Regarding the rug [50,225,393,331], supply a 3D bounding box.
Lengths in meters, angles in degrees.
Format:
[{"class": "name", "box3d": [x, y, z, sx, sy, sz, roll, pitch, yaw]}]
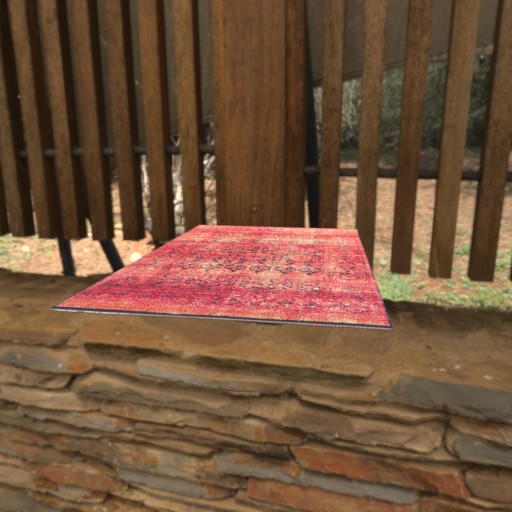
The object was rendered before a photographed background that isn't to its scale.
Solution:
[{"class": "rug", "box3d": [0.000, 0.000, 3.109, 1.539, 0.018, 2.449, 2, 13, 9]}]
